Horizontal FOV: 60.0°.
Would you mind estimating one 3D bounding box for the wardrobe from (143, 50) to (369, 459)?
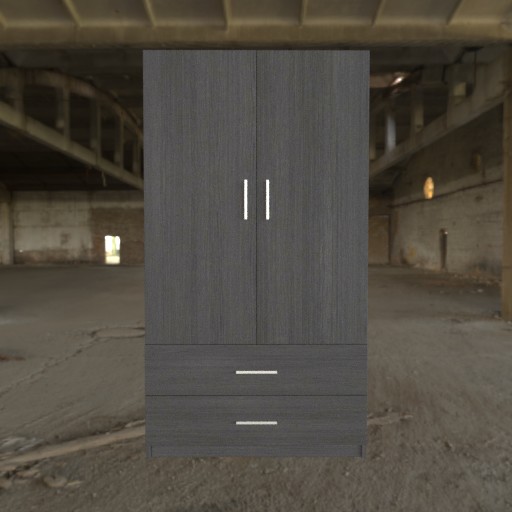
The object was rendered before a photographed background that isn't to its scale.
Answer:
[{"bbox_3d":[0.000,0.000,2.225,0.991,1.808,0.577,0,2,0],"label":"wardrobe"}]
